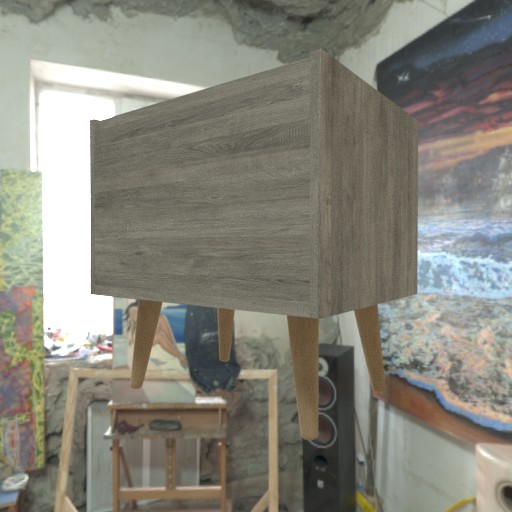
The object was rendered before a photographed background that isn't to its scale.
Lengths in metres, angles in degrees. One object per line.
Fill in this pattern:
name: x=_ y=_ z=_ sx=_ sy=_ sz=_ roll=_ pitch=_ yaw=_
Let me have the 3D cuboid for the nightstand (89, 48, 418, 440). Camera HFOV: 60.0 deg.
nightstand: x=0.000 y=0.000 z=0.825 sx=0.480 sy=0.500 sz=0.380 roll=1 pitch=1 yaw=37
